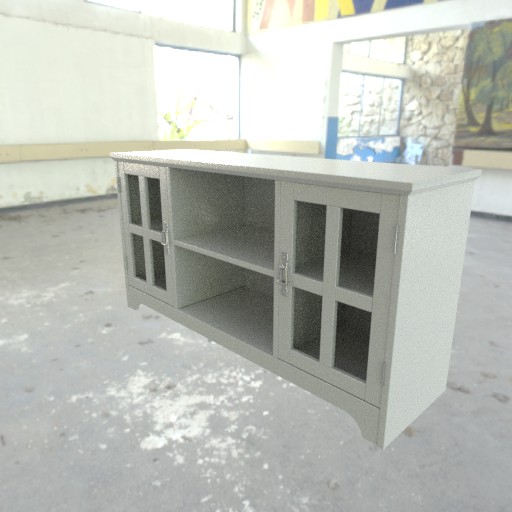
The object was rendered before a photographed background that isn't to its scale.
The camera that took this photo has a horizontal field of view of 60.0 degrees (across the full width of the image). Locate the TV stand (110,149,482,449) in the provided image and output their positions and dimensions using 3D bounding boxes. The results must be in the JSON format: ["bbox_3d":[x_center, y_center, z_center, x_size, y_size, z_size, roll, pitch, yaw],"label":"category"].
[{"bbox_3d":[0.000,0.000,1.413,0.344,0.603,1.167,-16,23,-42],"label":"TV stand"}]
